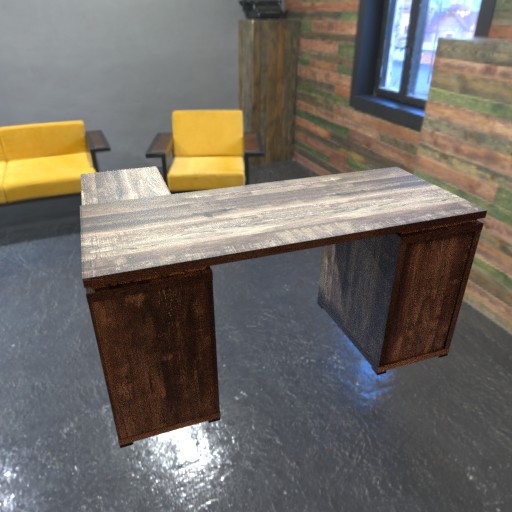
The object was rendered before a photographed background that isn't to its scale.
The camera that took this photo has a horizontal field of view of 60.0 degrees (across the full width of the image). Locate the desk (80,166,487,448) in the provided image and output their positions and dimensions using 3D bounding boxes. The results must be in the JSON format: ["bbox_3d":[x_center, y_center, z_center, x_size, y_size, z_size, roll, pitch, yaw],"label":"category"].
[{"bbox_3d":[0.000,0.000,2.212,1.524,0.753,1.200,-10,30,-17],"label":"desk"}]
